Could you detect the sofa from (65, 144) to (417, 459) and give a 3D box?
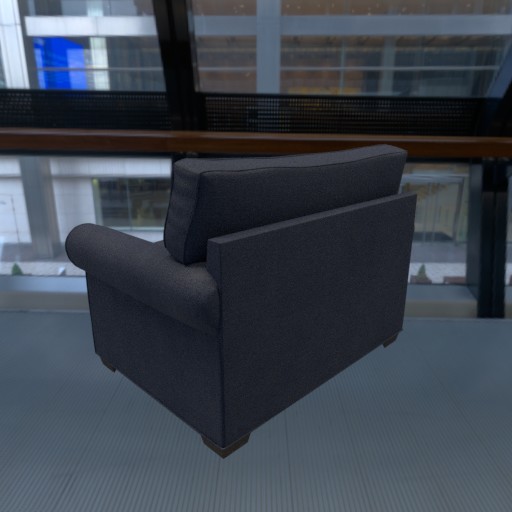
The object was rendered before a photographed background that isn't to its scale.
[{"bbox_3d":[0.000,0.000,2.075,0.938,1.004,1.405,17,24,42],"label":"sofa"}]
